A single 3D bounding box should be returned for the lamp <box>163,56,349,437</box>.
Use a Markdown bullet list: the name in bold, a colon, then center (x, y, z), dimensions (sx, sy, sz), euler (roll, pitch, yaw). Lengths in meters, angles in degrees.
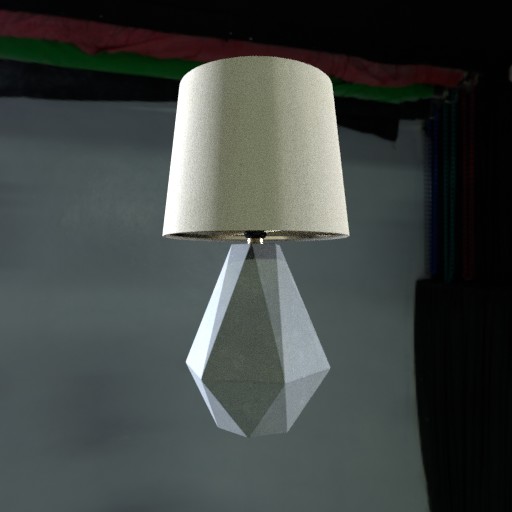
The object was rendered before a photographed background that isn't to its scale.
- **lamp**: center (0.000, 0.000, 0.669), dimensions (0.276, 0.501, 0.276), euler (0, -1, 0)
